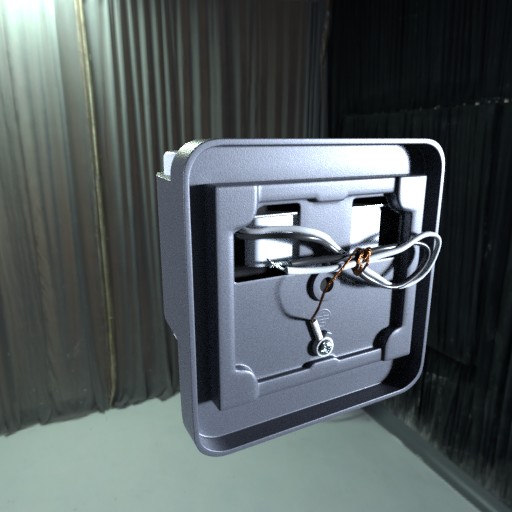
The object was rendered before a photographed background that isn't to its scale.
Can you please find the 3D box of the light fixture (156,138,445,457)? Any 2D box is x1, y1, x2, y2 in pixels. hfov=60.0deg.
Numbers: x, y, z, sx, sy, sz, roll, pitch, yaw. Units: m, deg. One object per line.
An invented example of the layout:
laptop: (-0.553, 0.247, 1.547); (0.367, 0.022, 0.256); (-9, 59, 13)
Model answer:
light fixture: (0.000, 0.000, 0.212); (0.109, 0.109, 0.132); (-8, 17, -27)
